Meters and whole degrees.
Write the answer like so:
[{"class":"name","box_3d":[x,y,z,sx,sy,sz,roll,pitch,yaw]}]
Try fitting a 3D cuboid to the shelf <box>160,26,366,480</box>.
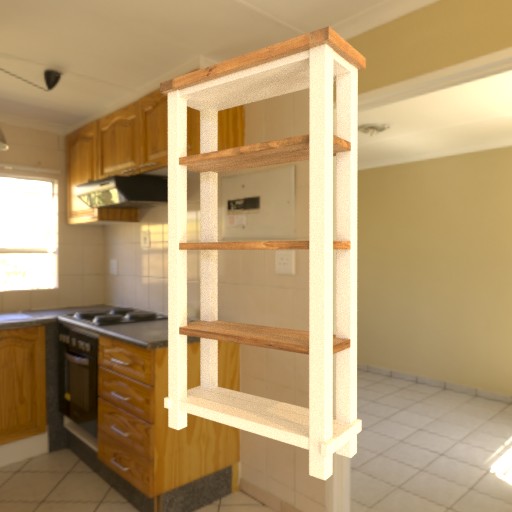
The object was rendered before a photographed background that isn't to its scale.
[{"class":"shelf","box_3d":[0.000,0.000,2.266,1.022,1.878,0.381,0,1,37]}]
